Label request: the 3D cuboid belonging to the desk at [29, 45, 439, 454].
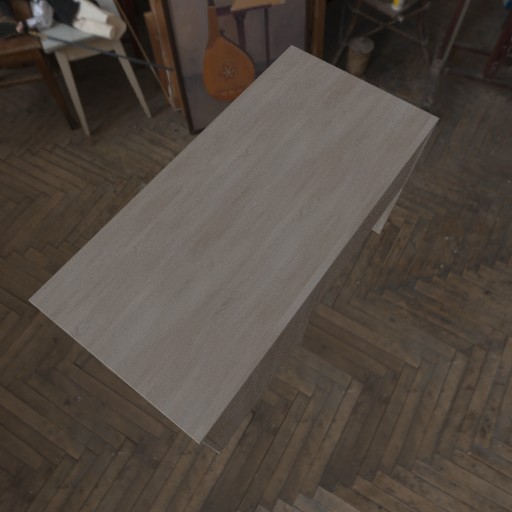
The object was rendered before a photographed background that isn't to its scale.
[{"bbox_3d":[0.000,0.000,1.682,0.600,0.770,1.251,34,68,15],"label":"desk"}]
